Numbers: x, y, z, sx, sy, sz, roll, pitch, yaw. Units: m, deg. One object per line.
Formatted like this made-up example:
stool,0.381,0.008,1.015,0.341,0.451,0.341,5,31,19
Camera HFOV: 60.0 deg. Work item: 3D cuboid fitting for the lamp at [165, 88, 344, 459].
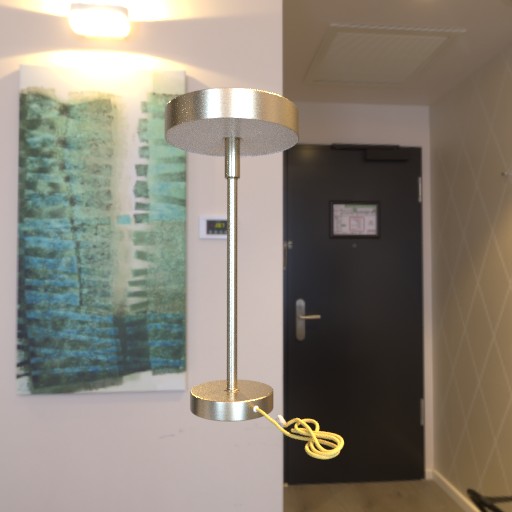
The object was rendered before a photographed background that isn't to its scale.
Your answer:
lamp,0.000,0.000,0.699,0.229,0.508,0.369,1,-2,-35
